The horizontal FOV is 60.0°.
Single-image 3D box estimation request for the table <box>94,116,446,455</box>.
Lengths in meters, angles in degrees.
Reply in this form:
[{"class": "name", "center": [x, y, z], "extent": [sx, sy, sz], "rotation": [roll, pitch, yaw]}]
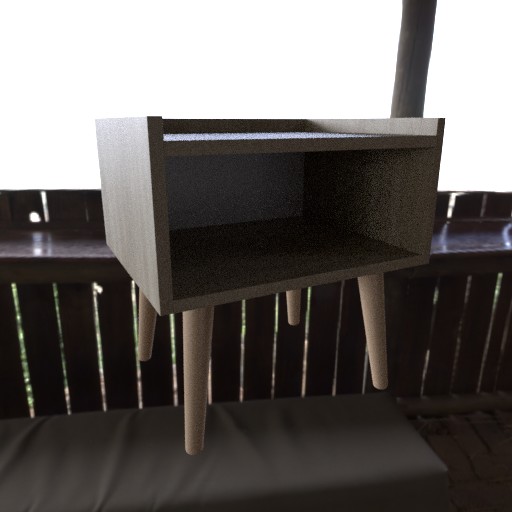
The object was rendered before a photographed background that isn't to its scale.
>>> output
[{"class": "table", "center": [0.000, 0.000, 0.790], "extent": [0.450, 0.470, 0.370], "rotation": [-9, 19, -26]}]
